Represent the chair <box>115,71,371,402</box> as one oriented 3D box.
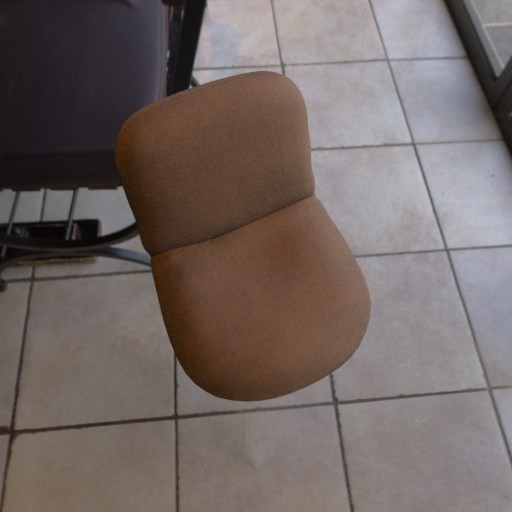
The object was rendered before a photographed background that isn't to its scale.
[{"bbox_3d":[0.000,0.000,1.038,0.521,0.594,0.597,-22,66,-10],"label":"chair"}]
